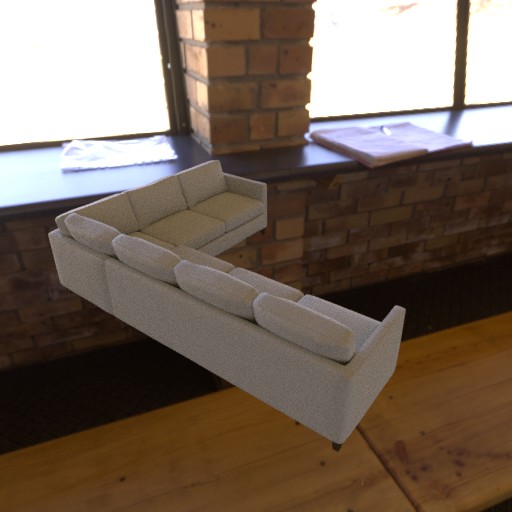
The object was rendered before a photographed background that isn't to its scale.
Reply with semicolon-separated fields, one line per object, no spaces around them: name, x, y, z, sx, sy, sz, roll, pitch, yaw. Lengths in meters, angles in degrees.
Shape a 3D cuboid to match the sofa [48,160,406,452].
sofa;0.000;0.000;4.478;3.333;0.934;2.522;20;35;32
